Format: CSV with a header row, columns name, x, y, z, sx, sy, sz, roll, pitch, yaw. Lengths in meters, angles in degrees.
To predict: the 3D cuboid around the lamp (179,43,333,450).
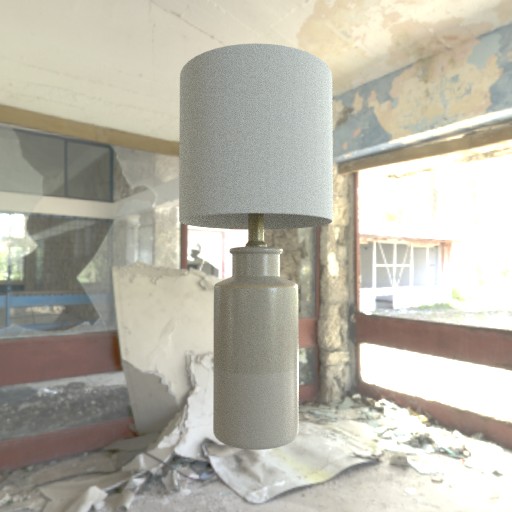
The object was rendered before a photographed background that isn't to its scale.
name,x,y,z,sx,sy,sz,roll,pitch,yaw
lamp,0.000,0.000,0.618,0.212,0.493,0.212,0,-2,0
